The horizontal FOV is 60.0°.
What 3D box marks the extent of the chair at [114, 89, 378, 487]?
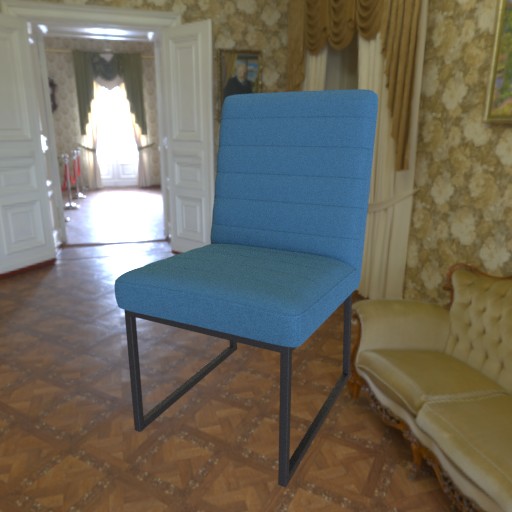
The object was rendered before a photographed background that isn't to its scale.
[{"bbox_3d":[0.000,0.000,1.279,0.520,0.930,0.634,8,17,26],"label":"chair"}]
